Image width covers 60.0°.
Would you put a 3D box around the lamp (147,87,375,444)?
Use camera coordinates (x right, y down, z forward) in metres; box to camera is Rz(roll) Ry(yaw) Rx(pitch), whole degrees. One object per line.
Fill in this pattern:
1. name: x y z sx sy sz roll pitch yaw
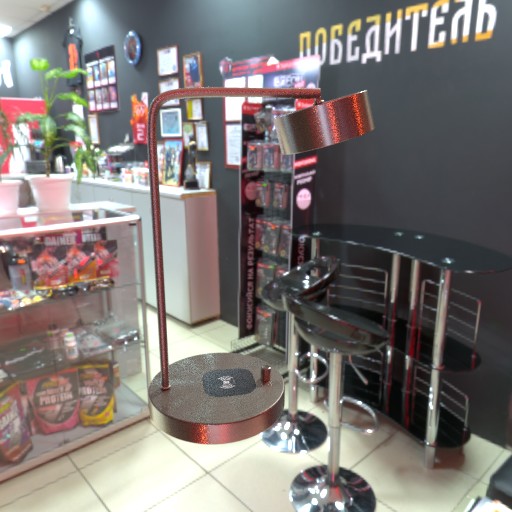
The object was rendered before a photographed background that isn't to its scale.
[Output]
1. lamp: 0.000 0.000 0.654 0.334 0.469 0.211 -2 14 -10
